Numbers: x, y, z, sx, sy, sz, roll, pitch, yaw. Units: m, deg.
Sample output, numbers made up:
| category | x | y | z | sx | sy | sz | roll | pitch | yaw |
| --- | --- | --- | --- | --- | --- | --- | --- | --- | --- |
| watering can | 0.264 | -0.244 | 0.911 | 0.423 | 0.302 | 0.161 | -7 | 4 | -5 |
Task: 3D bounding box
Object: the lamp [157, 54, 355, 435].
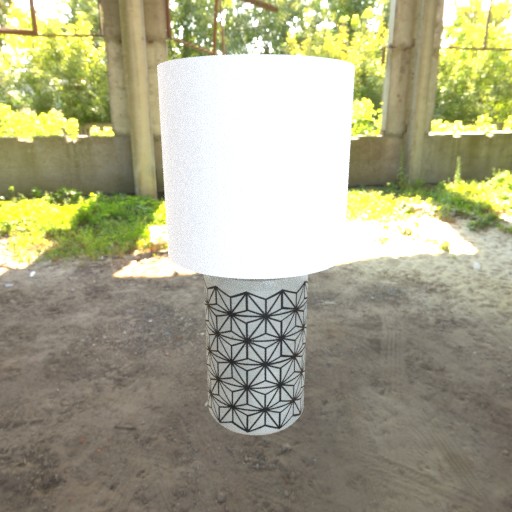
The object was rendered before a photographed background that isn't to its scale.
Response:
| category | x | y | z | sx | sy | sz | roll | pitch | yaw |
| --- | --- | --- | --- | --- | --- | --- | --- | --- | --- |
| lamp | 0.000 | 0.000 | 0.531 | 0.206 | 0.416 | 0.206 | 16 | 23 | 43 |
